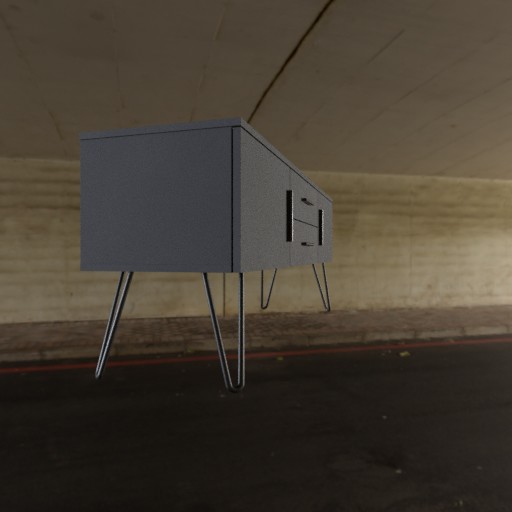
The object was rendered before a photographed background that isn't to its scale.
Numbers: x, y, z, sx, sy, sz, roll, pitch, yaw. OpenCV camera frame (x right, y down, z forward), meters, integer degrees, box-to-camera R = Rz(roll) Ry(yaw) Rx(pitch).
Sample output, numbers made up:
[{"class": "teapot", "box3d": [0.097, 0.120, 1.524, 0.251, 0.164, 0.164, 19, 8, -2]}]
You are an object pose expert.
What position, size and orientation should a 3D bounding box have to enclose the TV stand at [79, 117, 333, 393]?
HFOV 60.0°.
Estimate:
[{"class": "TV stand", "box3d": [0.000, 0.000, 1.609, 0.400, 0.560, 1.400, 0, 0, 17]}]
